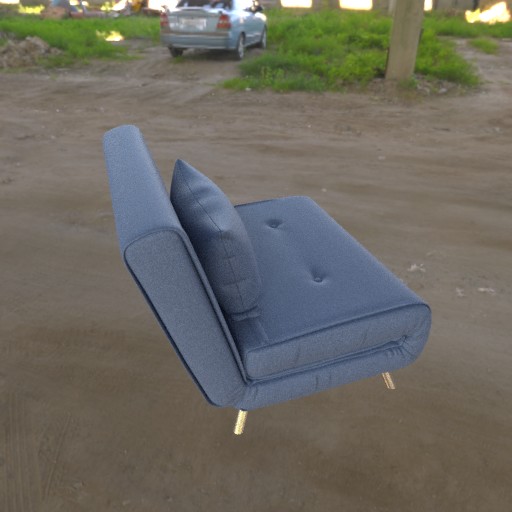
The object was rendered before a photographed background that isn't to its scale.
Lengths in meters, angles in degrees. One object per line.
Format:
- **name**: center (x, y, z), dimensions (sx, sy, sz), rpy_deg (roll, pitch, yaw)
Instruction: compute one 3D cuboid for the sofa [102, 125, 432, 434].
- **sofa**: center (0.000, 0.000, 1.750), dimensions (0.996, 0.860, 0.999), rpy_deg (-10, 33, -16)
